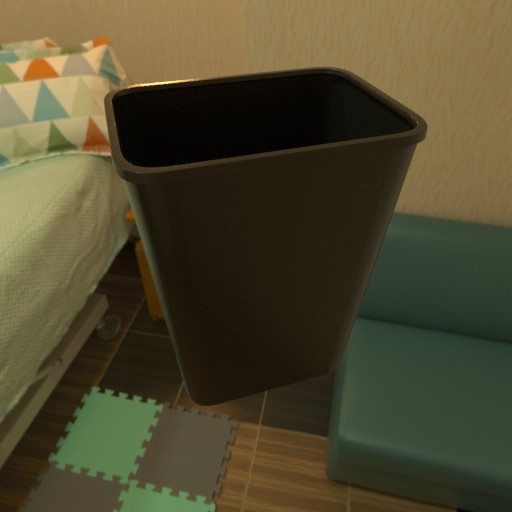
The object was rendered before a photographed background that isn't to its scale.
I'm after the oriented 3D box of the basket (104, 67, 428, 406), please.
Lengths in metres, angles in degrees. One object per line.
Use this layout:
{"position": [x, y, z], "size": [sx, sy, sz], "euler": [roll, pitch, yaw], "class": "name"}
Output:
{"position": [0.000, 0.000, 0.765], "size": [0.394, 0.521, 0.287], "euler": [-11, 41, -14], "class": "basket"}
